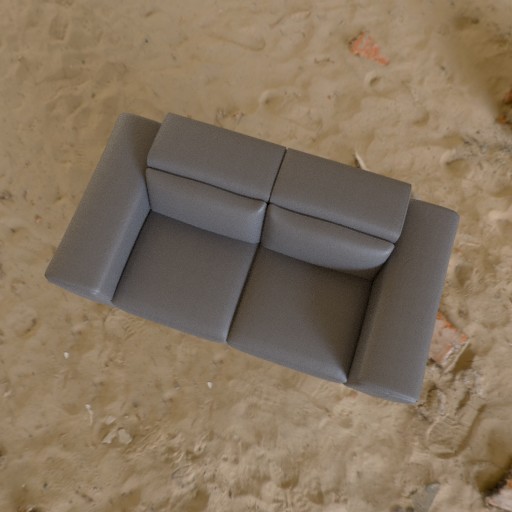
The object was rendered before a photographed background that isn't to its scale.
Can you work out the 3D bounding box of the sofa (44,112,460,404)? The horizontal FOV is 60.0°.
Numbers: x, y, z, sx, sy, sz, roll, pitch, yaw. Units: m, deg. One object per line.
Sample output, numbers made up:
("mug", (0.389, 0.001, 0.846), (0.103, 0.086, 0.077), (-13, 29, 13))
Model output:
("sofa", (0.000, 0.000, 2.439), (1.930, 0.753, 1.024), (18, 75, 5))
